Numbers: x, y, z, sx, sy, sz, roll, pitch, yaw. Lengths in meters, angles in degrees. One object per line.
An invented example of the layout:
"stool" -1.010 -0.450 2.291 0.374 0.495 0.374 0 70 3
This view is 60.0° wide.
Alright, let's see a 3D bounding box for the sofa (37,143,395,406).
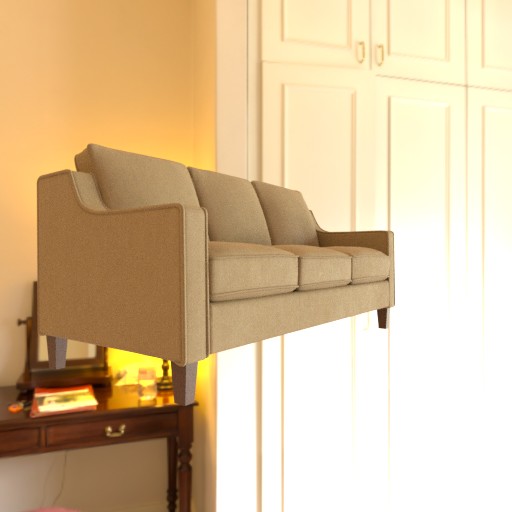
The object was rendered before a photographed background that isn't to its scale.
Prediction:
"sofa" 0.000 0.000 2.449 0.911 0.974 1.986 0 0 36
